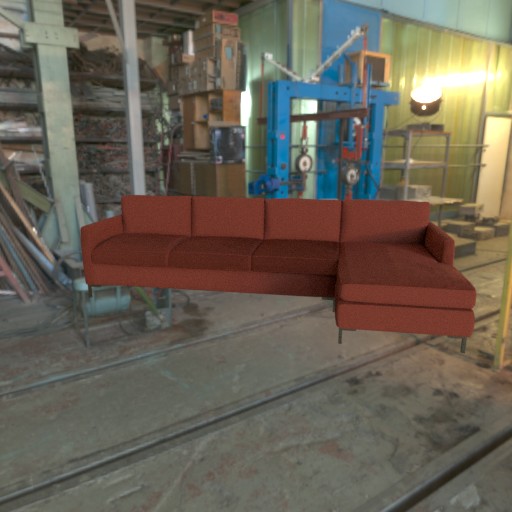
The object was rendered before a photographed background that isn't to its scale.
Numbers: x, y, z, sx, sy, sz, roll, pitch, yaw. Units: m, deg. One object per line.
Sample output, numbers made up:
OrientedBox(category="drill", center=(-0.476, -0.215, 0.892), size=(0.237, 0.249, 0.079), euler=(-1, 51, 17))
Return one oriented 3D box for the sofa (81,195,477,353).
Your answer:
OrientedBox(category="sofa", center=(0.000, 0.000, 3.499), size=(2.932, 0.810, 1.350), euler=(3, 14, 10))
